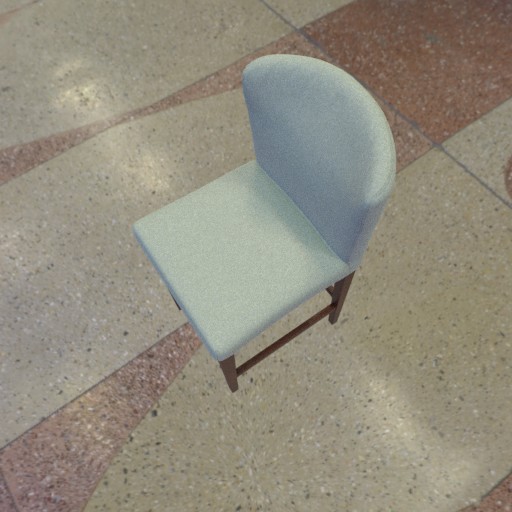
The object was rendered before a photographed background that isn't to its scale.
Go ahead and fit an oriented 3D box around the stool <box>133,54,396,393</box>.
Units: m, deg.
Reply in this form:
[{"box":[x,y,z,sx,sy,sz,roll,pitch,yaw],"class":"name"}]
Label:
[{"box":[0.000,0.000,1.375,0.568,1.069,0.479,-32,68,-15],"class":"stool"}]
